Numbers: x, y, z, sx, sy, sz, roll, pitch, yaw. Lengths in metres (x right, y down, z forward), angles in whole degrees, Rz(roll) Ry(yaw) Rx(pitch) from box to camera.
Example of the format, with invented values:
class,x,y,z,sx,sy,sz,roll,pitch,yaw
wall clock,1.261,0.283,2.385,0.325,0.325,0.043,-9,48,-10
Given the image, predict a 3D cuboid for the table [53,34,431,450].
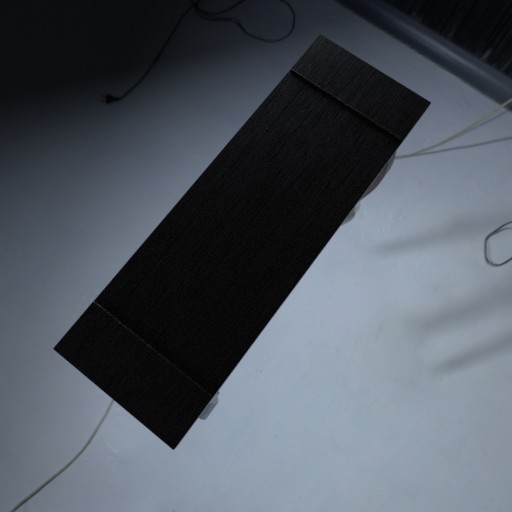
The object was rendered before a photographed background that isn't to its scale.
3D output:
class,x,y,z,sx,sy,sz,roll,pitch,yaw
table,0.000,0.000,1.458,0.373,0.768,1.062,36,78,9
